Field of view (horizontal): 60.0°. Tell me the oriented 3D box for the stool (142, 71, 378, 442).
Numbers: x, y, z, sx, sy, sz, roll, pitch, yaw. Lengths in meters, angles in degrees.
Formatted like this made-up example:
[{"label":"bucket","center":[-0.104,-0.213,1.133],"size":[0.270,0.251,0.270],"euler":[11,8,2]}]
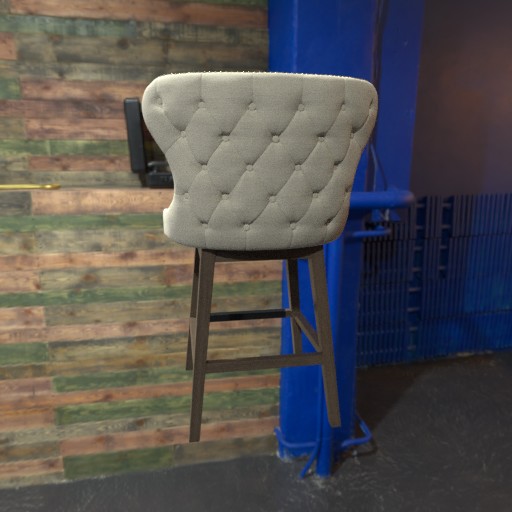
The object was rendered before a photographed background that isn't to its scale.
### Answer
[{"label":"stool","center":[0.000,0.000,1.360],"size":[0.615,0.972,0.597],"euler":[-2,13,-9]}]
